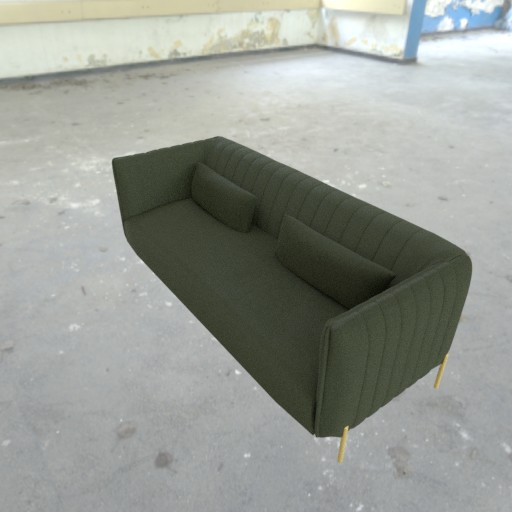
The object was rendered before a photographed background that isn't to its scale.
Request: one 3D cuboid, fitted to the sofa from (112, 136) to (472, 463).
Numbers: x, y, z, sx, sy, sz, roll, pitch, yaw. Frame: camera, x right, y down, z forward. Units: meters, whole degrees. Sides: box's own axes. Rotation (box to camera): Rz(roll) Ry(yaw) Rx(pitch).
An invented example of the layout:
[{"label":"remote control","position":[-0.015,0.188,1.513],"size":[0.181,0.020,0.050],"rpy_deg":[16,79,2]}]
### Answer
[{"label":"sofa","position":[0.000,0.000,2.578],"size":[0.896,0.793,2.137],"rpy_deg":[-21,38,-30]}]
